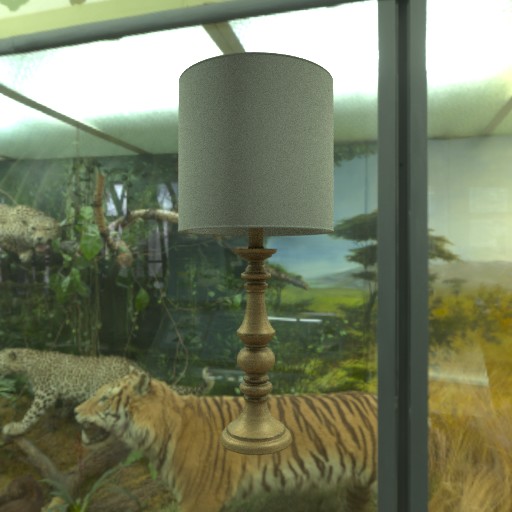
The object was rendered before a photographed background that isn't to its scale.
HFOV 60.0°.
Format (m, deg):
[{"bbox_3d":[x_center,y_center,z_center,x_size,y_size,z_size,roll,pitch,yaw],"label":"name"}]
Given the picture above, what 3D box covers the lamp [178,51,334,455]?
[{"bbox_3d":[0.000,0.000,0.723,0.250,0.597,0.250,0,0,-16],"label":"lamp"}]
